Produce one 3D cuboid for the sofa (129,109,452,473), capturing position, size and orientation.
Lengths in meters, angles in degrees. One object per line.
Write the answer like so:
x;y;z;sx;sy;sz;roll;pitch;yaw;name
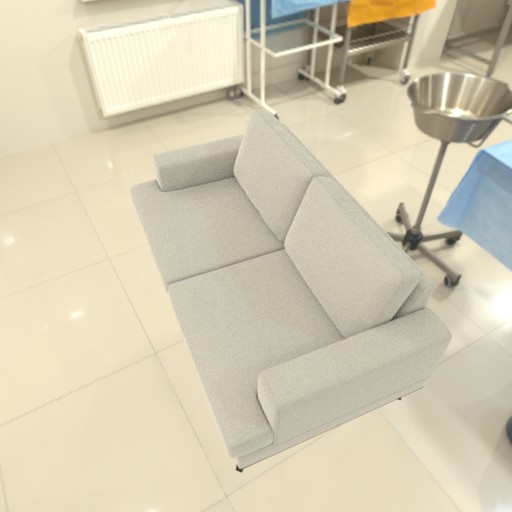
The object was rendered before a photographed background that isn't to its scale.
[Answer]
0.000;0.000;2.168;0.920;0.810;1.650;-17;48;-16;sofa
